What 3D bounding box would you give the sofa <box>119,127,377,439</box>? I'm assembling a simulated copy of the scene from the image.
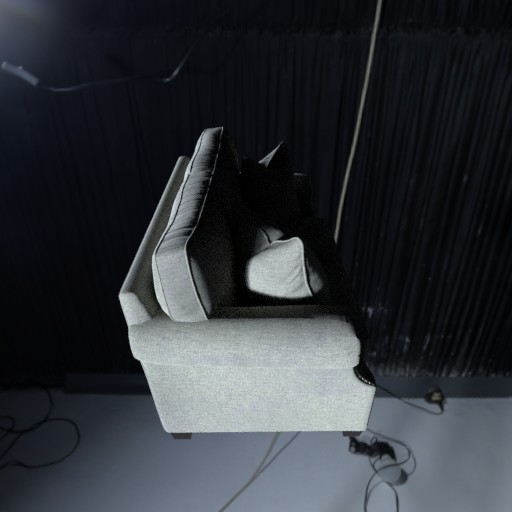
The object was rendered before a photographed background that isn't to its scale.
[{"bbox_3d":[0.000,0.000,2.328,0.966,0.966,1.701,0,30,-1],"label":"sofa"}]
